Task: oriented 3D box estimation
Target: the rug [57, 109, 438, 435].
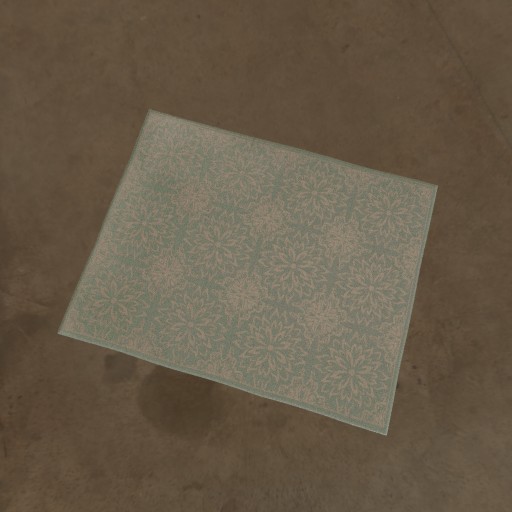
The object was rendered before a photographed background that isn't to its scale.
[{"bbox_3d":[0.000,0.000,4.118,2.980,0.012,2.363,16,75,4],"label":"rug"}]
